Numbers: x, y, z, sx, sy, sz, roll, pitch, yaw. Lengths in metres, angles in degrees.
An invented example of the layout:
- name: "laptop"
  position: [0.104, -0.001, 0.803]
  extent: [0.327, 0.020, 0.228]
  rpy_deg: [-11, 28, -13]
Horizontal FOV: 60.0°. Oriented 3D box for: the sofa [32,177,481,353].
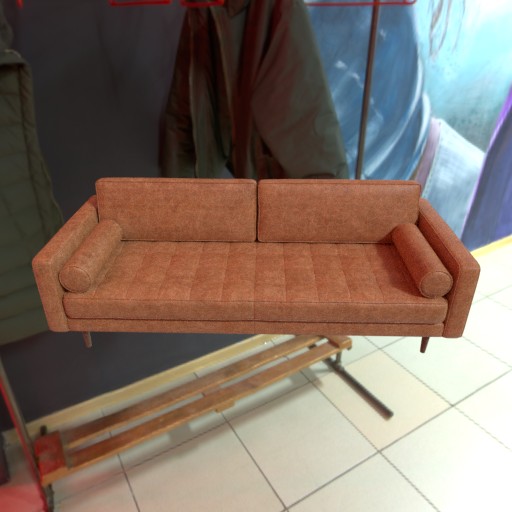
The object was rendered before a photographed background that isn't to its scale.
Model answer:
- name: "sofa"
  position: [0.000, 0.000, 2.600]
  extent: [2.200, 0.770, 0.919]
  rpy_deg: [1, 29, 1]
